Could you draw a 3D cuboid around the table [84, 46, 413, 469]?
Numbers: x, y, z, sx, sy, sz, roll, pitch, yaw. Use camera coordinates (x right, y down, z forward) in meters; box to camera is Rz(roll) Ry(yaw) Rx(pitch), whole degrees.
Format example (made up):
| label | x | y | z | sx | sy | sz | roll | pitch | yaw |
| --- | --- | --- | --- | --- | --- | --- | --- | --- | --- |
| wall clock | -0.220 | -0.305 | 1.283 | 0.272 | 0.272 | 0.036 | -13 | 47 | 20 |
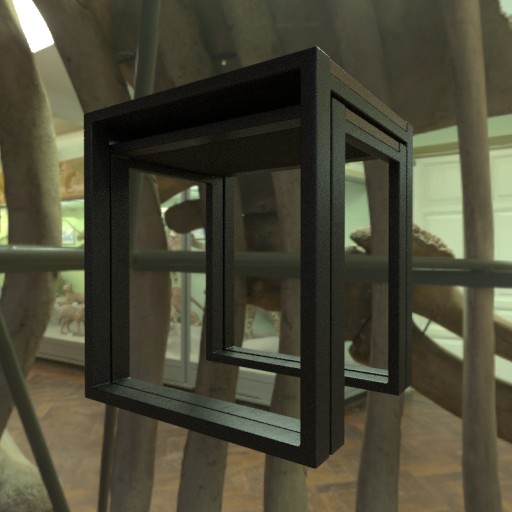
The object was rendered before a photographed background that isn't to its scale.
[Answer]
| label | x | y | z | sx | sy | sz | roll | pitch | yaw |
| --- | --- | --- | --- | --- | --- | --- | --- | --- | --- |
| table | 0.000 | 0.000 | 0.899 | 0.500 | 0.550 | 0.449 | 0 | 1 | 35 |
